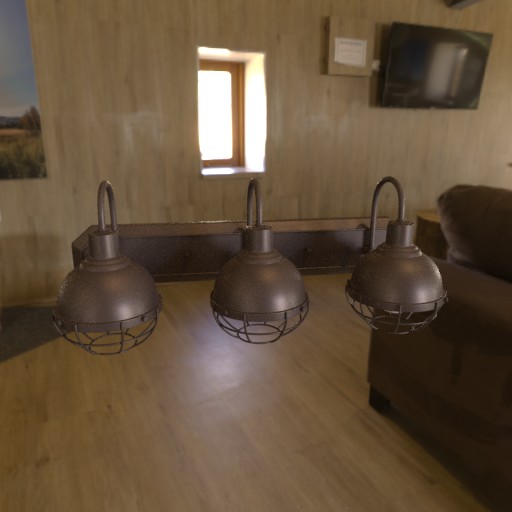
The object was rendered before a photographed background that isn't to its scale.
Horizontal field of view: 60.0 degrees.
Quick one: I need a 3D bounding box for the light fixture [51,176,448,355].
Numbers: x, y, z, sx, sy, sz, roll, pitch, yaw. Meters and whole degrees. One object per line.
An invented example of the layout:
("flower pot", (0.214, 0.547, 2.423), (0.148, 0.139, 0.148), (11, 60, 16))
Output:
("light fixture", (0.000, 0.000, 0.743), (0.634, 0.254, 0.229), (-2, 16, -9))
